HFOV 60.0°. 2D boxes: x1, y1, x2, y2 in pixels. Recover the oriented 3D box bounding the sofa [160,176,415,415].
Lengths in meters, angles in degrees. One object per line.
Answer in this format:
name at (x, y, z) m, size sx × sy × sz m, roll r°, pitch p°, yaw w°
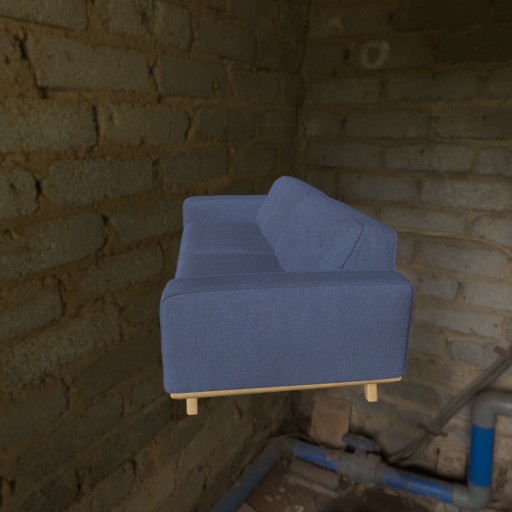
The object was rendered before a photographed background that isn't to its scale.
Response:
sofa at (0.000, 0.000, 2.698) m, size 0.953 × 0.782 × 2.270 m, roll -2°, pitch 16°, yaw -6°
